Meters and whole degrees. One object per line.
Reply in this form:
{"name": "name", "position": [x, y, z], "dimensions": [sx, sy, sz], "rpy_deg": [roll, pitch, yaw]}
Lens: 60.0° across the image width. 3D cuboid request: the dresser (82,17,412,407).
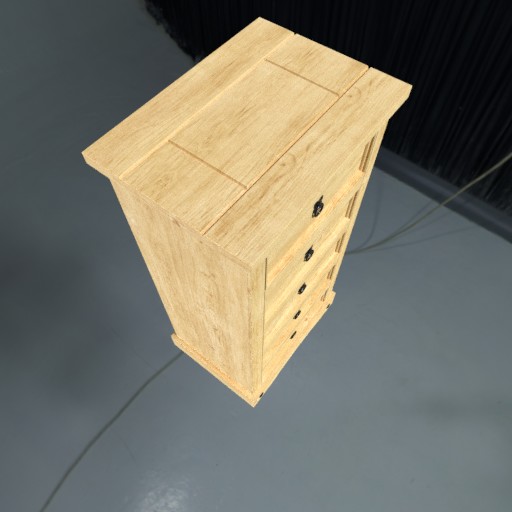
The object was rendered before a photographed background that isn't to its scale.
{"name": "dresser", "position": [0.000, 0.000, 1.298], "dimensions": [0.390, 1.041, 0.531], "rpy_deg": [34, 65, 18]}
